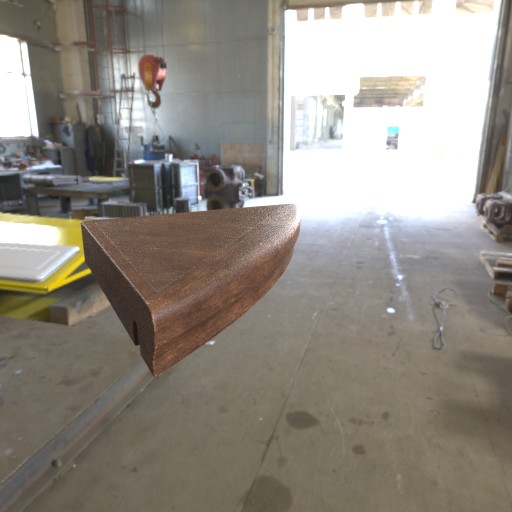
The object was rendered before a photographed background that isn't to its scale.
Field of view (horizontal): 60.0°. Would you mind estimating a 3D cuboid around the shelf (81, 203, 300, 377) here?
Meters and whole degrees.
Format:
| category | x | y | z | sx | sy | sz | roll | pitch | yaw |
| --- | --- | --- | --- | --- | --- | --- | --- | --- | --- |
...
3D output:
| category | x | y | z | sx | sy | sz | roll | pitch | yaw |
| --- | --- | --- | --- | --- | --- | --- | --- | --- | --- |
| shelf | 0.000 | 0.000 | 0.474 | 0.310 | 0.050 | 0.310 | -8 | 18 | -27 |
